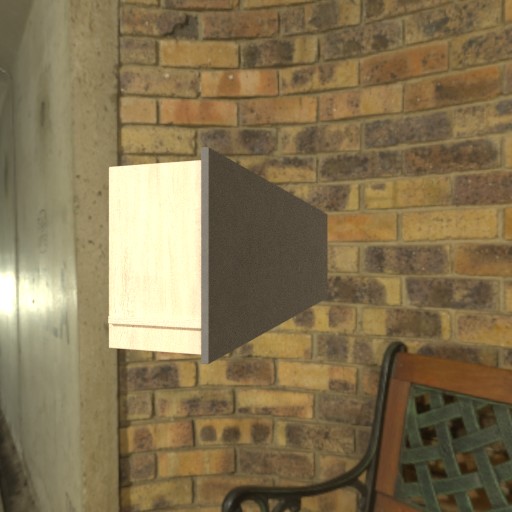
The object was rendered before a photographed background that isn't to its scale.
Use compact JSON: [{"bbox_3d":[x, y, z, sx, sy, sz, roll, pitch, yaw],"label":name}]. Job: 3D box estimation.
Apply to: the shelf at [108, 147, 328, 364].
[{"bbox_3d":[0.000,0.000,1.127,0.200,0.300,1.020,0,0,18],"label":"shelf"}]
